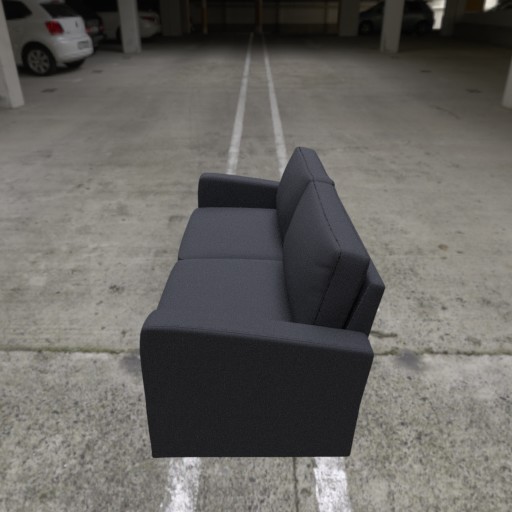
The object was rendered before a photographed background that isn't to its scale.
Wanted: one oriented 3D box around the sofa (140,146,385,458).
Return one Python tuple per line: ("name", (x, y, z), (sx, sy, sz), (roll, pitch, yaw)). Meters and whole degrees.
("sofa", (0.000, 0.000, 2.367), (0.898, 0.839, 1.852), (0, 26, 0))
